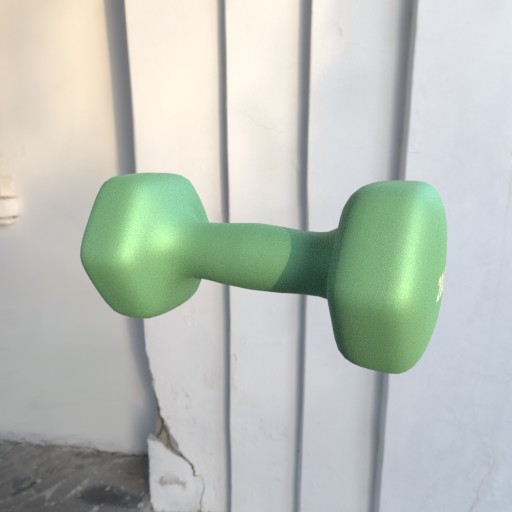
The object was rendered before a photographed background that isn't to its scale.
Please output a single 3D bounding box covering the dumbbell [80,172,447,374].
[{"bbox_3d":[0.000,0.000,0.331,0.260,0.117,0.129,7,15,27],"label":"dumbbell"}]
